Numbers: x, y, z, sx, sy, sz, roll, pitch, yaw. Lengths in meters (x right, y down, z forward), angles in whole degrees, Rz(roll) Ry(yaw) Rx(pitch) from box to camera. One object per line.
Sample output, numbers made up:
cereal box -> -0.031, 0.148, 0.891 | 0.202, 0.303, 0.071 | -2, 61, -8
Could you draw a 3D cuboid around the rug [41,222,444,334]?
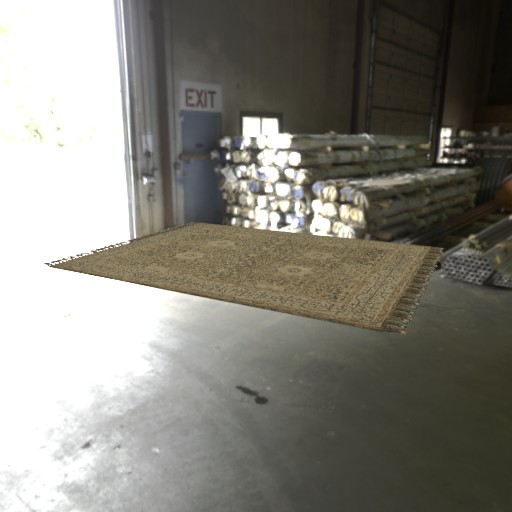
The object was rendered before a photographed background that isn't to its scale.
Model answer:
rug -> 0.000, 0.000, 4.419 | 3.291, 0.017, 2.431 | 8, 17, 27
